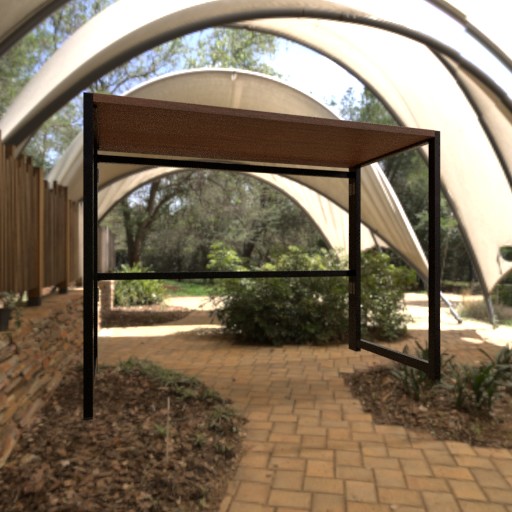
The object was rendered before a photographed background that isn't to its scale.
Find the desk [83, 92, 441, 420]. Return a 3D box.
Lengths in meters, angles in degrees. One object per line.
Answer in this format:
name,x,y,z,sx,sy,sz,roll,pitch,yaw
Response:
desk,0.000,0.000,1.425,1.016,0.762,0.508,0,0,-18
